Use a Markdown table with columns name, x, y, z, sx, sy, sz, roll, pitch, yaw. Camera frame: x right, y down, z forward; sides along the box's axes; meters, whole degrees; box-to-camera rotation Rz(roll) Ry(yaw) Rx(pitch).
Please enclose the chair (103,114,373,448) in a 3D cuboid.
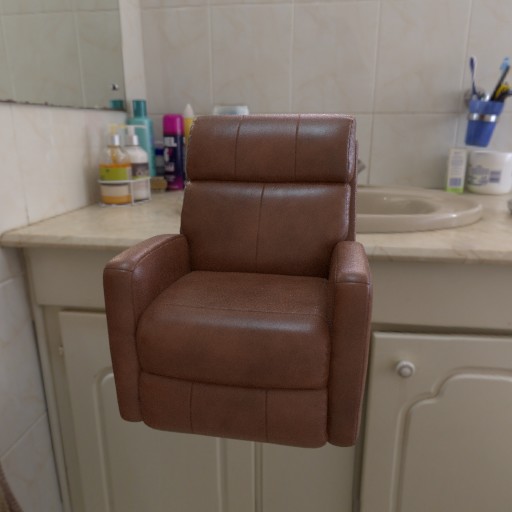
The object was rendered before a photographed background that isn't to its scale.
| name | x | y | z | sx | sy | sz | roll | pitch | yaw |
| --- | --- | --- | --- | --- | --- | --- | --- | --- | --- |
| chair | 0.000 | 0.000 | 1.625 | 0.787 | 1.016 | 0.939 | 3 | 16 | 10 |
